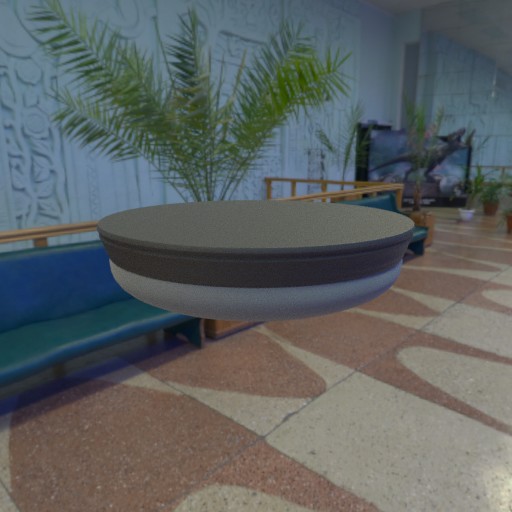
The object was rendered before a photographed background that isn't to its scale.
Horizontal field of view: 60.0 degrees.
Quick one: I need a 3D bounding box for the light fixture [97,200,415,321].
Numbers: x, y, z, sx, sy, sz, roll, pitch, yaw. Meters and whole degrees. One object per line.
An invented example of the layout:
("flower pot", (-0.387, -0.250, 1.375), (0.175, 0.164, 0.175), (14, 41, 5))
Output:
("light fixture", (0.000, 0.000, 0.553), (0.368, 0.100, 0.368), (0, 13, 0))
